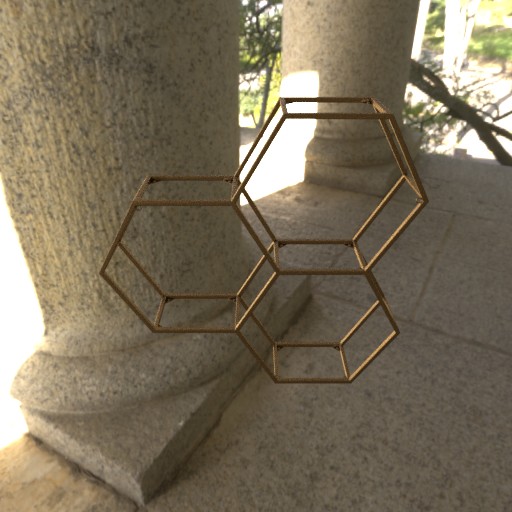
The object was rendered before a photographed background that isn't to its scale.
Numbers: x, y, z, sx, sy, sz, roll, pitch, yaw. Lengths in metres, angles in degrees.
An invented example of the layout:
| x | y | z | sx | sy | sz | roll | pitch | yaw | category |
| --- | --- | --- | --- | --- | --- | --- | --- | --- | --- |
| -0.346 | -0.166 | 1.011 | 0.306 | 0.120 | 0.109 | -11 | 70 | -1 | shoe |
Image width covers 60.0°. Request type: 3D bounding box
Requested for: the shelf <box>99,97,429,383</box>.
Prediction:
| x | y | z | sx | sy | sz | roll | pitch | yaw | category |
| --- | --- | --- | --- | --- | --- | --- | --- | --- | --- |
| 0.000 | 0.000 | 1.060 | 0.708 | 0.701 | 0.150 | 0 | 31 | 0 | shelf |
